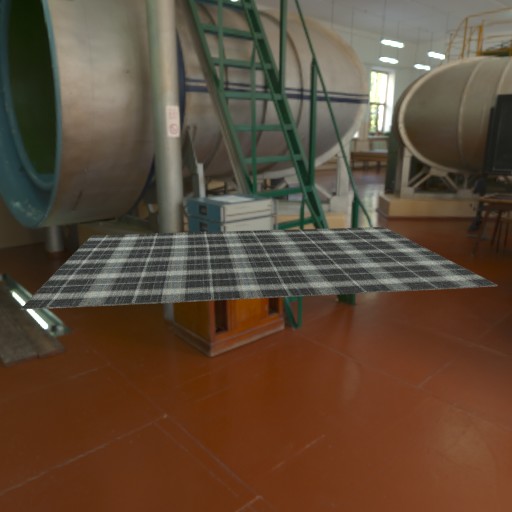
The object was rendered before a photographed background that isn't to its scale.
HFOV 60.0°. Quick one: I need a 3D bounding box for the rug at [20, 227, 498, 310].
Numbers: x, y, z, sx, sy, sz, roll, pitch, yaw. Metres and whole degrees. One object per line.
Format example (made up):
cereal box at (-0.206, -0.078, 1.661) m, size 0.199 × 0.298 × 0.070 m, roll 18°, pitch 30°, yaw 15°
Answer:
rug at (0.000, 0.000, 2.946) m, size 2.434 × 0.015 × 1.520 m, roll -2°, pitch 16°, yaw -7°
